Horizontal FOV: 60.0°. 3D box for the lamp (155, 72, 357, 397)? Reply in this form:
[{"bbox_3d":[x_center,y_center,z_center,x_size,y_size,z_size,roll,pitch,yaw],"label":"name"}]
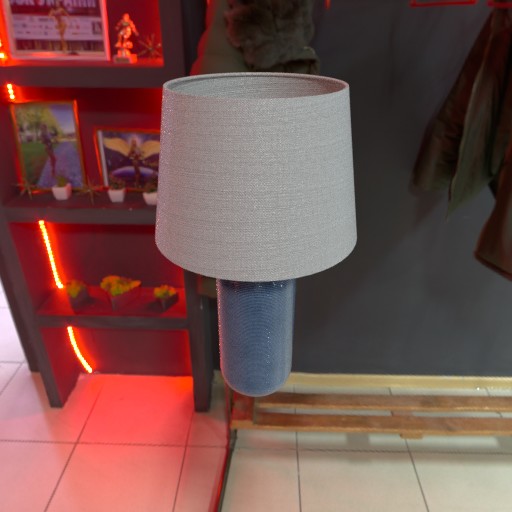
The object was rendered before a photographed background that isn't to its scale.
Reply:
[{"bbox_3d":[0.000,0.000,0.585,0.253,0.428,0.253,0,29,0],"label":"lamp"}]
